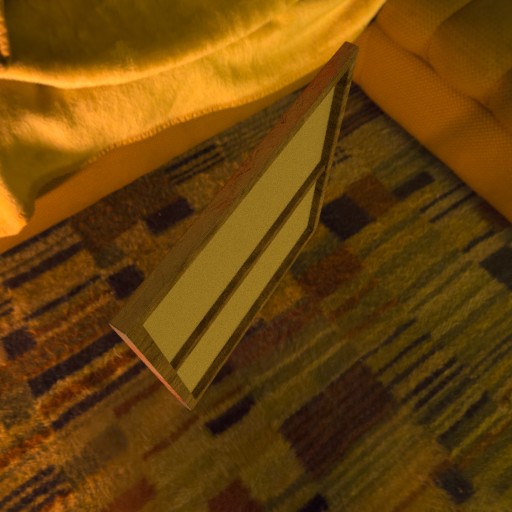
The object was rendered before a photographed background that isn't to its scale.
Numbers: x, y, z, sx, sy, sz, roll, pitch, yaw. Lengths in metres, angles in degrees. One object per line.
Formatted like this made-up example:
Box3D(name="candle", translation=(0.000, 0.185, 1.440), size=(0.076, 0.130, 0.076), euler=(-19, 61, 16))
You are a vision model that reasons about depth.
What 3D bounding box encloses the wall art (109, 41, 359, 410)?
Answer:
Box3D(name="wall art", translation=(0.000, 0.000, 1.122), size=(0.035, 0.747, 0.747), euler=(30, 67, 15))
